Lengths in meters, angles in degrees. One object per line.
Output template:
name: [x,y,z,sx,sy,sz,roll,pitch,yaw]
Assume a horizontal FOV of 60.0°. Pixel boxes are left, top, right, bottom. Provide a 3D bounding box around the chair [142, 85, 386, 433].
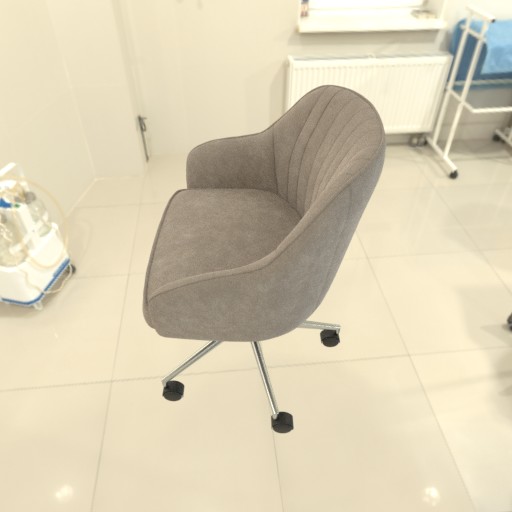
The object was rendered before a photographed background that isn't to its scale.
chair: [0.000,0.000,1.255,0.573,0.831,0.635,1,42,1]
